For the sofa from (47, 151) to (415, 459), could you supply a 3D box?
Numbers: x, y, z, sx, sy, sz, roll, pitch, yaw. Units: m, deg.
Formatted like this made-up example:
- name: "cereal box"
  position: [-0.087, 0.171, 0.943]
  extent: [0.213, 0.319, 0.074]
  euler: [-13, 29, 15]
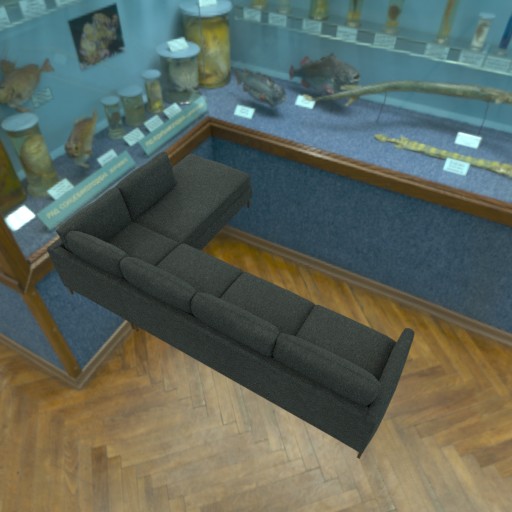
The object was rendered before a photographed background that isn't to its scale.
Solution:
- name: "sofa"
  position: [0.000, 0.000, 3.908]
  extent: [2.949, 0.815, 2.007]
  euler: [24, 50, 21]
